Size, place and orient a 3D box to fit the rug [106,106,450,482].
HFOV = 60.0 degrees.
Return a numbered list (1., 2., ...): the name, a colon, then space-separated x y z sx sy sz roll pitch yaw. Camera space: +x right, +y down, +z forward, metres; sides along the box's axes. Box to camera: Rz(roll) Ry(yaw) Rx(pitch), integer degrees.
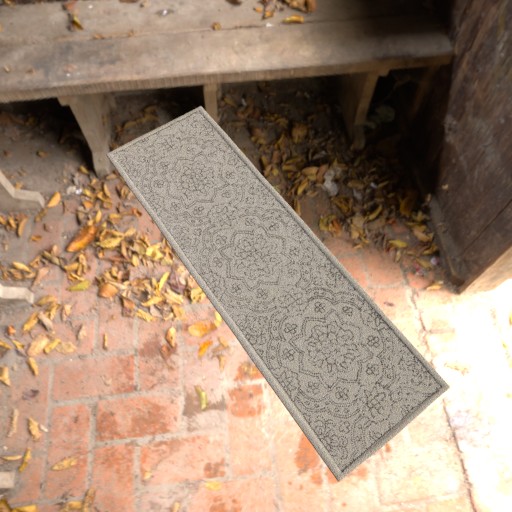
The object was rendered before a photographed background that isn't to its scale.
1. rug: 0.000 0.000 2.666 0.769 0.012 2.448 -33 68 -15
